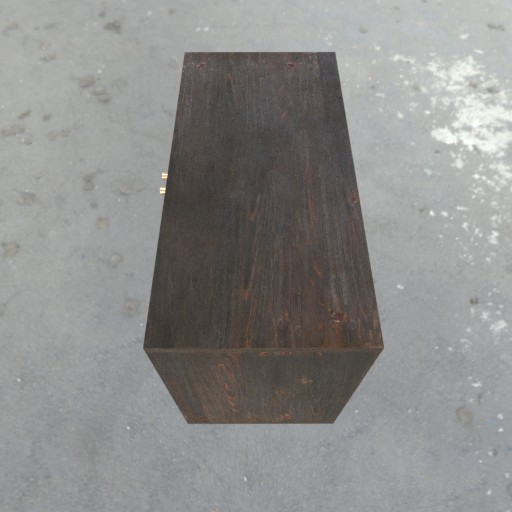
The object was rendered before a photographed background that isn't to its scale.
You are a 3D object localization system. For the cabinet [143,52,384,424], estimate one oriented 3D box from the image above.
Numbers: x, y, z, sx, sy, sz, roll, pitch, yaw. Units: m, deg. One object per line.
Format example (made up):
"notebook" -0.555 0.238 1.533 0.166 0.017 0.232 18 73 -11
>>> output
"cabinet" 0.000 0.000 1.563 0.529 0.897 1.023 0 57 0
